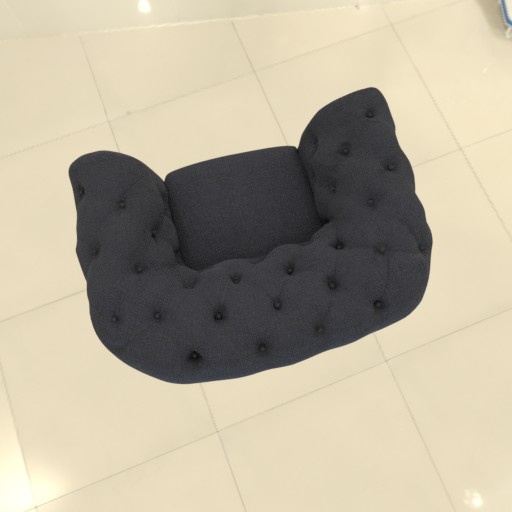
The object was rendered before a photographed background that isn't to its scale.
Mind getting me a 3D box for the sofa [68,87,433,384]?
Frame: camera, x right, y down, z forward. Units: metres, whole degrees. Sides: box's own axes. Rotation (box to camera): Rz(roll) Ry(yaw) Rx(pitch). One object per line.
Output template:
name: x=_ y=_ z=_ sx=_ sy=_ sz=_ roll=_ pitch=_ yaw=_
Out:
sofa: x=0.000 y=0.000 z=2.077 sx=1.405 sy=0.878 sz=1.032 roll=-14 pitch=76 yaw=-4
